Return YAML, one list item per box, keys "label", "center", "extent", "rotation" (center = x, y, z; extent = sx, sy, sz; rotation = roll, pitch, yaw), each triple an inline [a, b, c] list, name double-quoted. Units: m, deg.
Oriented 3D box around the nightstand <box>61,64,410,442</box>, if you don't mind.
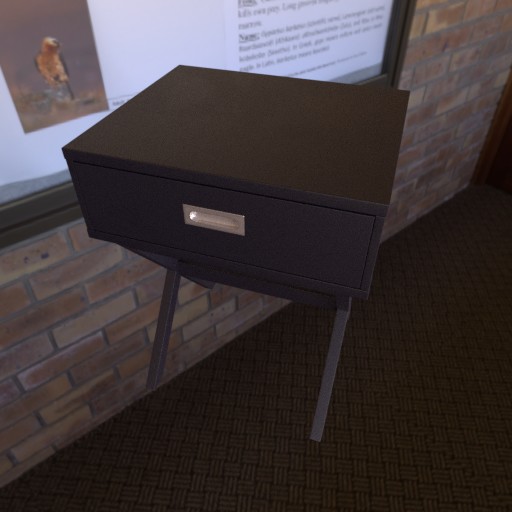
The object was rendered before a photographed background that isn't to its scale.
- label: "nightstand"
  center: [0.000, 0.000, 0.949]
  extent: [0.479, 0.623, 0.402]
  rotation: [12, 42, 14]
